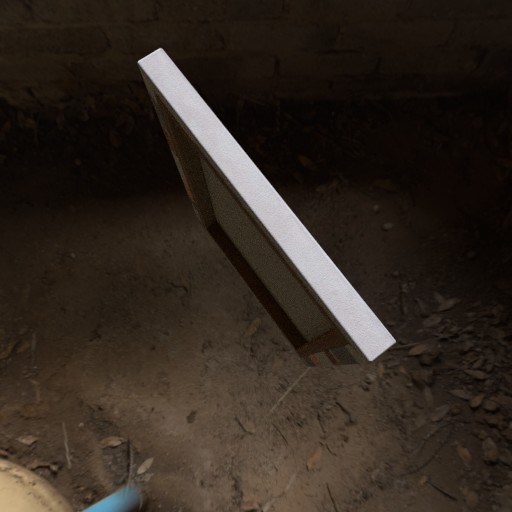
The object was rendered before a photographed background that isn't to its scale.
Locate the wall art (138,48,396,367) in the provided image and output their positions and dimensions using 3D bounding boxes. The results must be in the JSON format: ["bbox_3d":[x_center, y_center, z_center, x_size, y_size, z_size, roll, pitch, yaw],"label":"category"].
[{"bbox_3d":[0.000,0.000,0.806,0.038,0.609,0.456,-35,78,-8],"label":"wall art"}]
